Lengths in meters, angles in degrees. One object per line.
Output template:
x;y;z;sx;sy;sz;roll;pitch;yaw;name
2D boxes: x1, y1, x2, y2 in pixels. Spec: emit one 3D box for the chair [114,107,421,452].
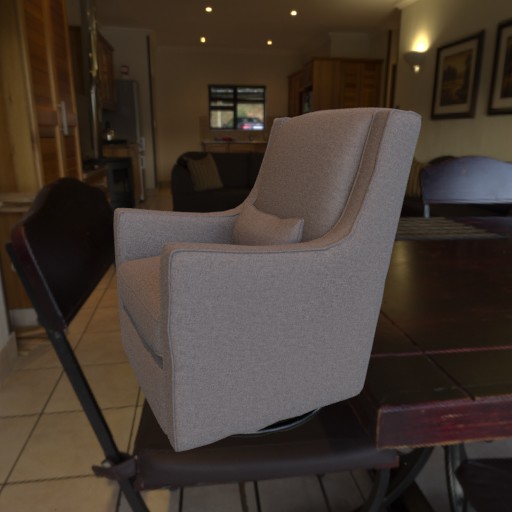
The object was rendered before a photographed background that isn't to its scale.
0.000;0.000;1.548;0.879;0.993;0.732;-8;17;-26;chair
